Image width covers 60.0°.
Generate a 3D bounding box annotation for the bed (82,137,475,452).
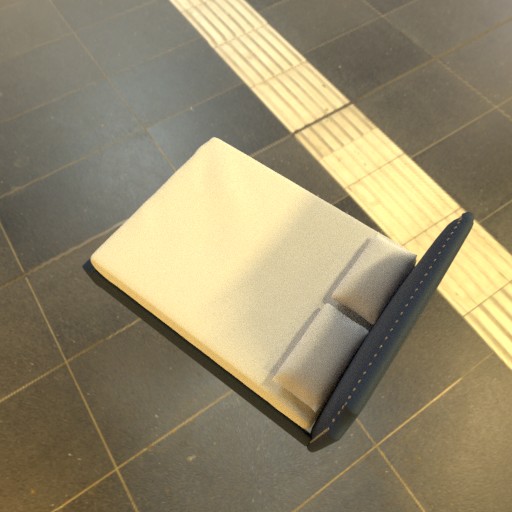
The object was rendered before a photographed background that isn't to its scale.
[{"bbox_3d":[0.000,0.000,3.422,2.372,1.443,1.712,33,68,16],"label":"bed"}]
